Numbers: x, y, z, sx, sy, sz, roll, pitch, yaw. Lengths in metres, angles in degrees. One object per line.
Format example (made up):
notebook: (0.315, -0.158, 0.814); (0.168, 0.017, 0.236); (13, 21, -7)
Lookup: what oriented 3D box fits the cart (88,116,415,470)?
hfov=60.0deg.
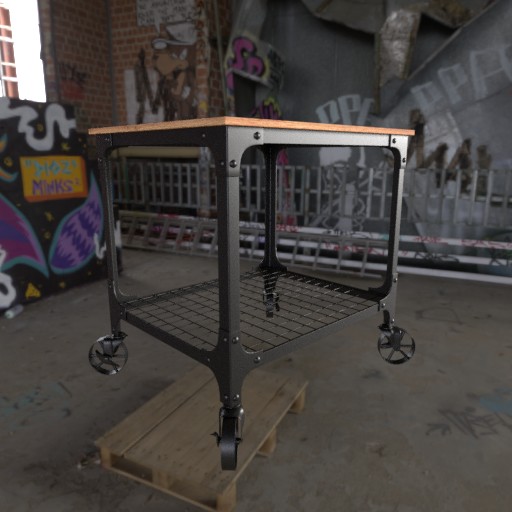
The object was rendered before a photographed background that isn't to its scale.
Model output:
cart: (0.000, 0.000, 1.098); (0.666, 0.603, 0.558); (-12, 18, -42)
